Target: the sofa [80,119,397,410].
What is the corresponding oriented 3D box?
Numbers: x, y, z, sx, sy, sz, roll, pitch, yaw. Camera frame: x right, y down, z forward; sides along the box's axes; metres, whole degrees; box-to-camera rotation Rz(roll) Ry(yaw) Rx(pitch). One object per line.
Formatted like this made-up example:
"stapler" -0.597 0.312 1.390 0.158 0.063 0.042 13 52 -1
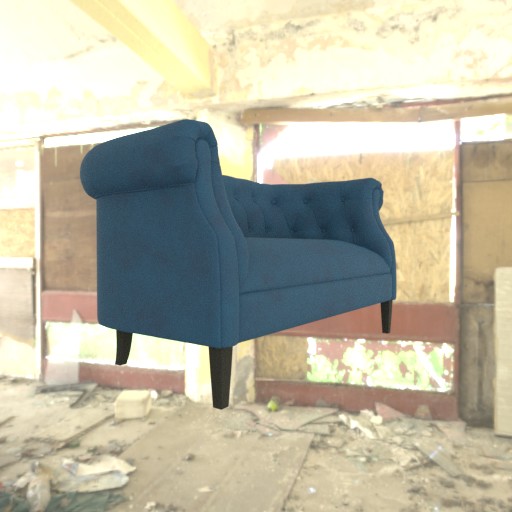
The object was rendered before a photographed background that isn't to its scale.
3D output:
"sofa" 0.000 0.000 2.006 0.835 0.827 1.558 1 1 36
